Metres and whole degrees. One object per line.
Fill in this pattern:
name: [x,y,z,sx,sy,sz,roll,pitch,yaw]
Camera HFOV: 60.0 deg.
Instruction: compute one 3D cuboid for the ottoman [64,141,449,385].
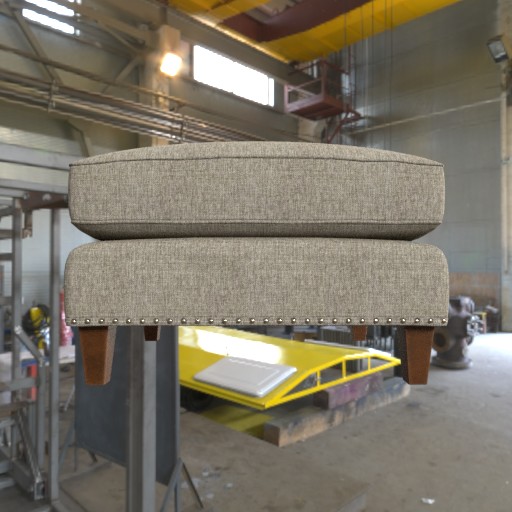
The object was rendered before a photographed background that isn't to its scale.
ottoman: [0.000,0.000,1.129,0.741,0.513,0.584,0,-1,0]
